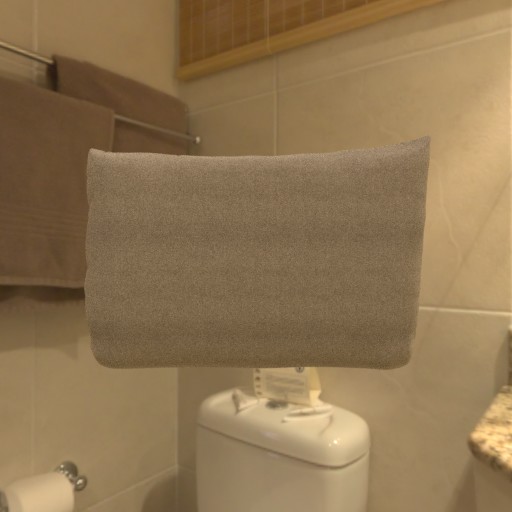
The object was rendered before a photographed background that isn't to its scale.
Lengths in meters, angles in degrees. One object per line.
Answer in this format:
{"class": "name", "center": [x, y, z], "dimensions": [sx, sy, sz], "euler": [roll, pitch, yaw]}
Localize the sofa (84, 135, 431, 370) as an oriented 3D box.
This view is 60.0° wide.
{"class": "sofa", "center": [0.000, 0.000, 1.784], "dimensions": [1.144, 0.795, 0.847], "euler": [0, 0, 0]}
